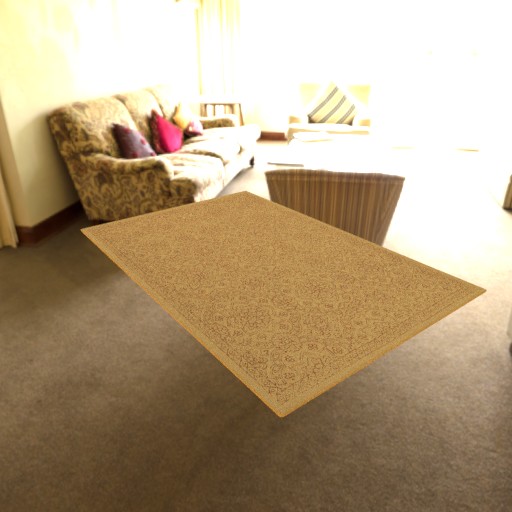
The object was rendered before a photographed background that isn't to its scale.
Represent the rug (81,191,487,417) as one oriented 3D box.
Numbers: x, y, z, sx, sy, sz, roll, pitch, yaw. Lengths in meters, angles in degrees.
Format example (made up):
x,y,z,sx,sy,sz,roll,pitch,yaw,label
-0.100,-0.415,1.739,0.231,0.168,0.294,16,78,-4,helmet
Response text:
x,y,z,sx,sy,sz,roll,pitch,yaw,label
0.000,0.000,2.307,1.219,0.010,1.829,-19,32,-33,rug
